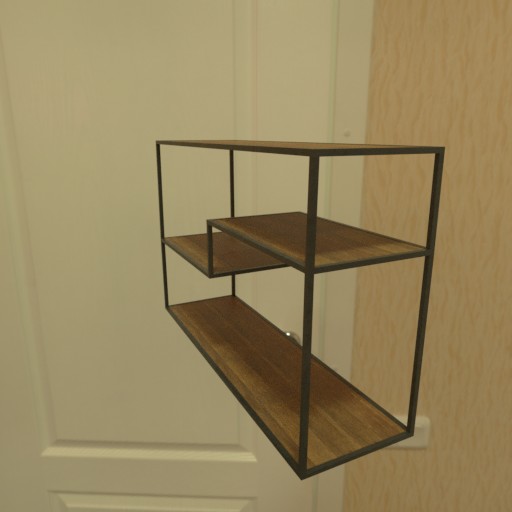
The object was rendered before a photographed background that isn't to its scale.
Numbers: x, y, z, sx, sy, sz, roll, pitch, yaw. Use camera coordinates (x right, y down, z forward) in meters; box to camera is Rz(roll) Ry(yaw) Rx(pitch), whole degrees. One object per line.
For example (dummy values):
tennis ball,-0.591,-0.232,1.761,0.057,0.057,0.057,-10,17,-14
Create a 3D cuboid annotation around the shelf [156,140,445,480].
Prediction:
shelf,0.000,0.000,1.543,0.361,0.765,1.201,-8,17,-26
